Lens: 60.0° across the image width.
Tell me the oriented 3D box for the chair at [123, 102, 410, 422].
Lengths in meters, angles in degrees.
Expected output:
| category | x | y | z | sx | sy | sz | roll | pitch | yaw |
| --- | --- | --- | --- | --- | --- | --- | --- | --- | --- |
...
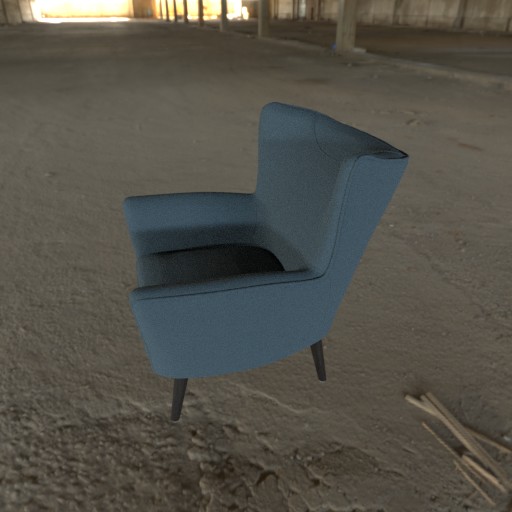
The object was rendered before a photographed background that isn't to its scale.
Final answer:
| category | x | y | z | sx | sy | sz | roll | pitch | yaw |
| --- | --- | --- | --- | --- | --- | --- | --- | --- | --- |
| chair | 0.000 | 0.000 | 1.610 | 0.888 | 0.933 | 0.781 | -8 | 30 | -14 |
